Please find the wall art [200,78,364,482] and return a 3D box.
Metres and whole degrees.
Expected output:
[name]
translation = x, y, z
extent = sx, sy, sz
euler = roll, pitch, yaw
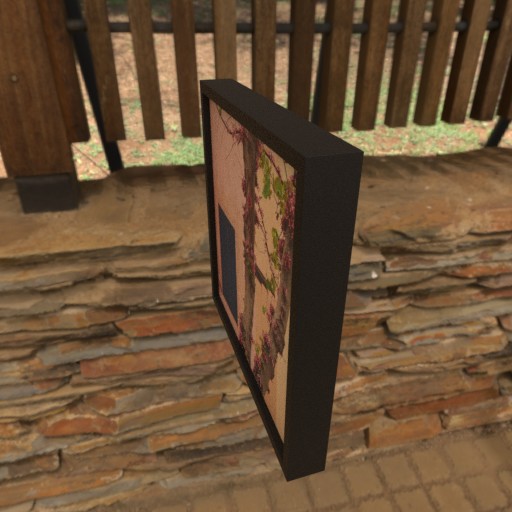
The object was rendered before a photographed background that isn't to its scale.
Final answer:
[wall art]
translation = 0.000, 0.000, 0.461
extent = 0.038, 0.304, 0.305
euler = -9, 31, -15
